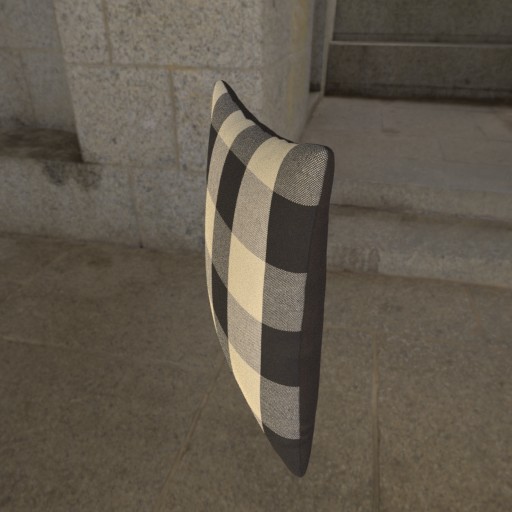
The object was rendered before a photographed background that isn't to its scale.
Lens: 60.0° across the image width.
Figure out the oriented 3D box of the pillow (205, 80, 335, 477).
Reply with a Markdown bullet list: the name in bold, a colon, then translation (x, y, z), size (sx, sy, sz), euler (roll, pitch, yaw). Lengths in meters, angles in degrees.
- **pillow**: translation (0.000, 0.000, 0.766), size (0.161, 0.509, 0.511), euler (-8, 30, -14)
